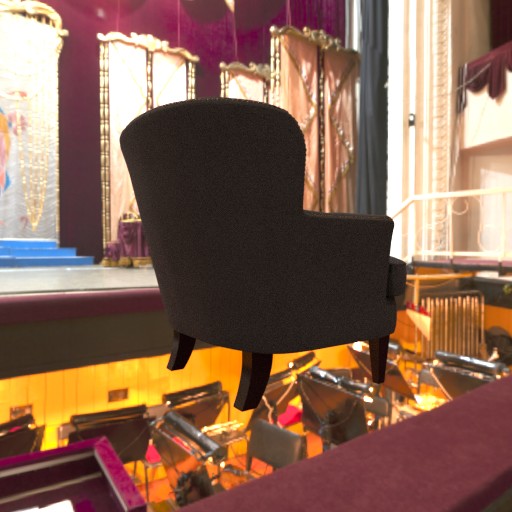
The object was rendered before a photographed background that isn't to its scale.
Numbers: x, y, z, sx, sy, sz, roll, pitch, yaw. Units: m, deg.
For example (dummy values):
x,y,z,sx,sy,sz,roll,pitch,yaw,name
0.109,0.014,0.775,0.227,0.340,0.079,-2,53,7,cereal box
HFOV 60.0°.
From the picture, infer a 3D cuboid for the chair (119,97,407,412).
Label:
x,y,z,sx,sy,sz,roll,pitch,yaw,name
0.000,0.000,1.597,0.906,0.868,0.848,-1,2,-35,chair
